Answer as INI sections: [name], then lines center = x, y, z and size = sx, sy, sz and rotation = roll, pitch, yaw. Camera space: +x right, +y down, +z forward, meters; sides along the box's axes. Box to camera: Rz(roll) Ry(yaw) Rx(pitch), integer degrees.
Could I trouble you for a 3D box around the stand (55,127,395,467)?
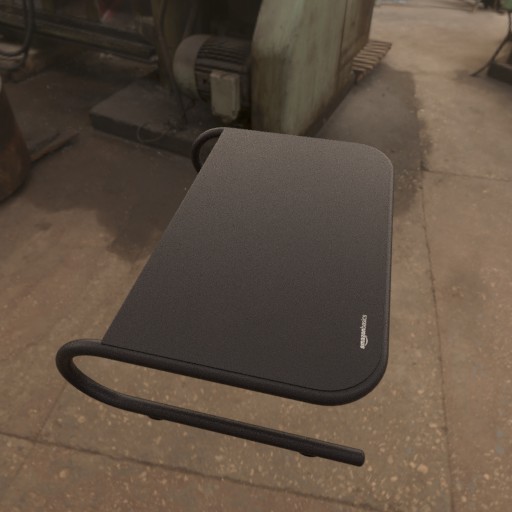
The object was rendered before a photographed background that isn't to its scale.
[stand]
center = 0.000, 0.000, 0.499
size = 0.280, 0.108, 0.370
rotation = 10, 46, 10
